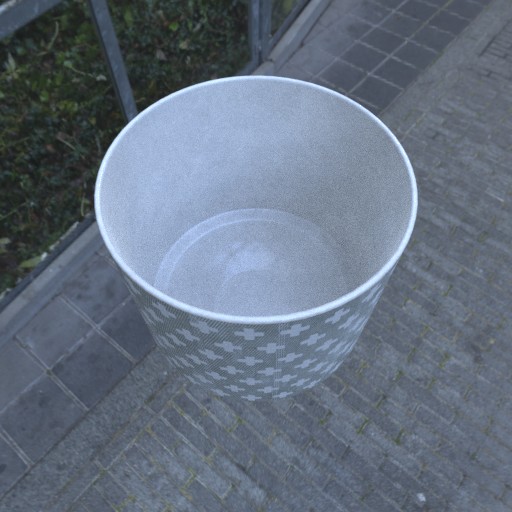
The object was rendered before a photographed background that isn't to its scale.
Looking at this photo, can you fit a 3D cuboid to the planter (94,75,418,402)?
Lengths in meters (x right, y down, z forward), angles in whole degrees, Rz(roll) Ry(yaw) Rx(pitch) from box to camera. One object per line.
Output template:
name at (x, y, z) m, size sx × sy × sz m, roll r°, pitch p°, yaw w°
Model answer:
planter at (0.000, 0.000, 0.449) m, size 0.250 × 0.239 × 0.250 m, roll 0°, pitch 58°, yaw 0°
